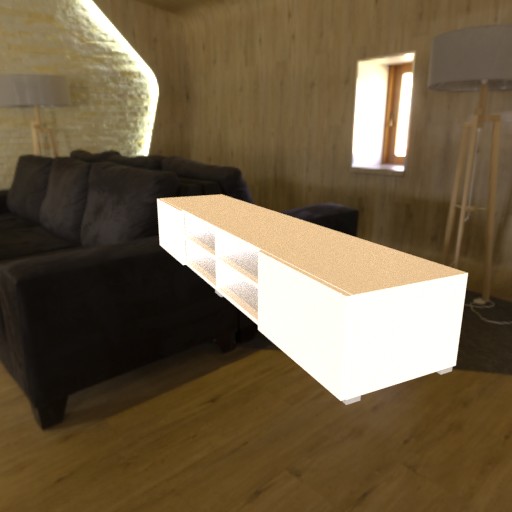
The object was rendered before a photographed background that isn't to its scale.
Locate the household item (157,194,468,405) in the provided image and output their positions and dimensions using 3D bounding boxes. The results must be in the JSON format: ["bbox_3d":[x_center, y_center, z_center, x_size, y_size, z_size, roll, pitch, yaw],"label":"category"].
[{"bbox_3d":[0.000,0.000,1.997,0.420,0.310,1.850,-7,17,-25],"label":"household item"}]
